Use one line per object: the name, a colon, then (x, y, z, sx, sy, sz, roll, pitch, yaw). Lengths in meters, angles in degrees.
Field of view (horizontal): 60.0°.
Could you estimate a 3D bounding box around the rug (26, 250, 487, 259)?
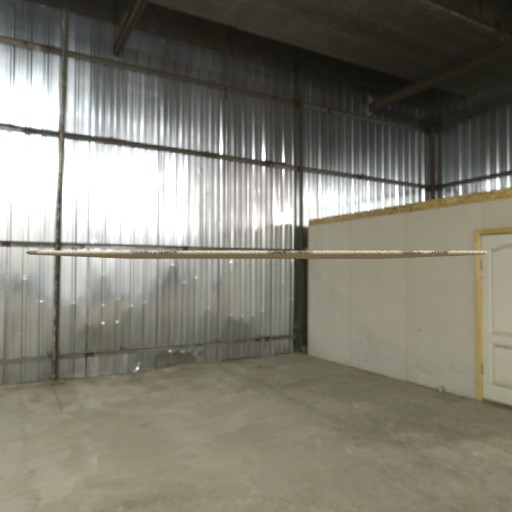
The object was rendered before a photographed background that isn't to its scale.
rug: (0.000, 0.000, 4.053, 3.000, 0.026, 2.399, 0, -1, -1)
